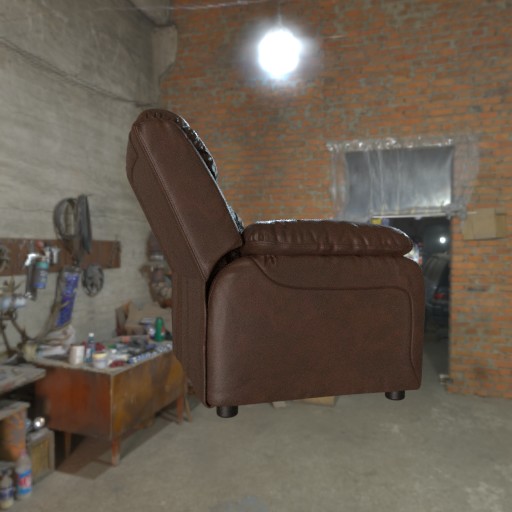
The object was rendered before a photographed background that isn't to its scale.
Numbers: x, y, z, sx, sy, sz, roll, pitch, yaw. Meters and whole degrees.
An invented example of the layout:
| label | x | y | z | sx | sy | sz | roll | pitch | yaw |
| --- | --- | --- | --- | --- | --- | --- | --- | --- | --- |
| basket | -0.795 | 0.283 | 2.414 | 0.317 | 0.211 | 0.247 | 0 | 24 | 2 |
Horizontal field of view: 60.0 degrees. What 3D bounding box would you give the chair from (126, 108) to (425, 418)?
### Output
| label | x | y | z | sx | sy | sz | roll | pitch | yaw |
| --- | --- | --- | --- | --- | --- | --- | --- | --- | --- |
| chair | 0.000 | 0.000 | 1.260 | 0.707 | 0.702 | 0.680 | 0 | 0 | -17 |
